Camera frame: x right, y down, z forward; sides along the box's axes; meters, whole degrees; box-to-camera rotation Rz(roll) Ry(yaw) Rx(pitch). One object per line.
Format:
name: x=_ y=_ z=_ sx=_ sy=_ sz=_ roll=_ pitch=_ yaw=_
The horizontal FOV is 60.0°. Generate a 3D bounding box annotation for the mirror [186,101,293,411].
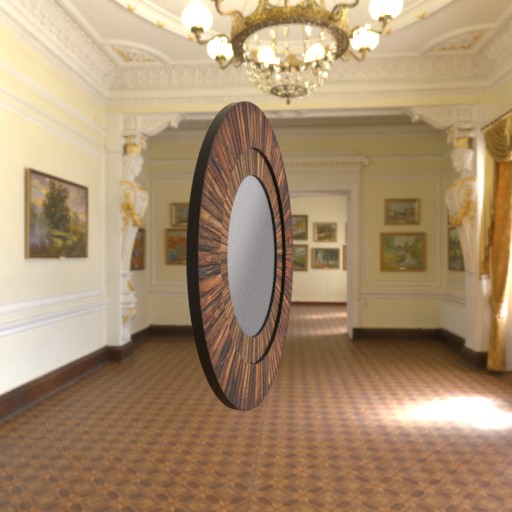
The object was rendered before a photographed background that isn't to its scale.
mirror: x=0.000 y=0.000 z=1.631 sx=0.036 sy=1.077 sz=1.077 roll=0 pitch=0 yaw=18
